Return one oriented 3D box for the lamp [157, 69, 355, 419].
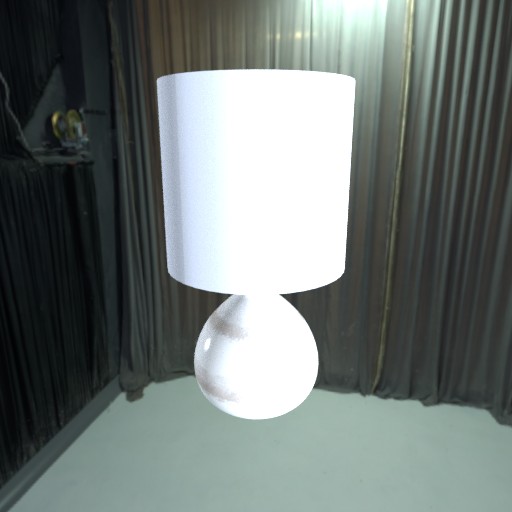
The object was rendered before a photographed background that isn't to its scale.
[{"bbox_3d":[0.000,0.000,0.550,0.217,0.404,0.217,3,16,9],"label":"lamp"}]
